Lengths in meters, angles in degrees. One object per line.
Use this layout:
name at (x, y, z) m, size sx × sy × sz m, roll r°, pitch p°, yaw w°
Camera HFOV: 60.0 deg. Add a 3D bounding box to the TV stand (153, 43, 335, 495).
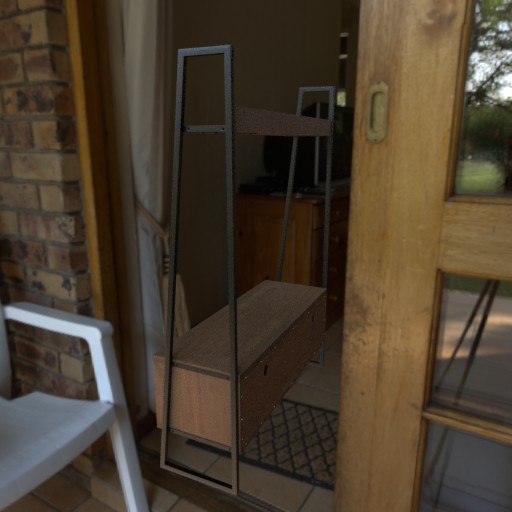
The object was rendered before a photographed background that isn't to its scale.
TV stand at (0.000, 0.000, 2.300) m, size 0.432 × 1.772 × 1.250 m, roll 7°, pitch 16°, yaw 25°
